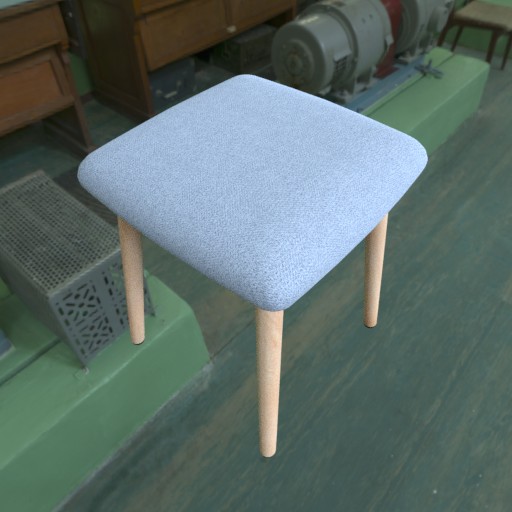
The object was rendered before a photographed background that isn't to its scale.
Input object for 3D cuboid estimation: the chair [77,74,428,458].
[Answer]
[{"bbox_3d":[0.000,0.000,0.703,0.350,0.440,0.350,32,55,26],"label":"chair"}]
